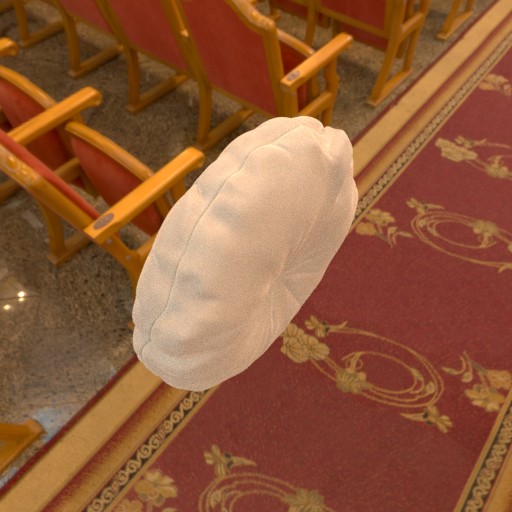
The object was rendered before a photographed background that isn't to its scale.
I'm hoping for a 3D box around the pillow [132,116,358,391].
[{"bbox_3d":[0.000,0.000,0.644,0.148,0.407,0.428,34,63,20],"label":"pillow"}]
